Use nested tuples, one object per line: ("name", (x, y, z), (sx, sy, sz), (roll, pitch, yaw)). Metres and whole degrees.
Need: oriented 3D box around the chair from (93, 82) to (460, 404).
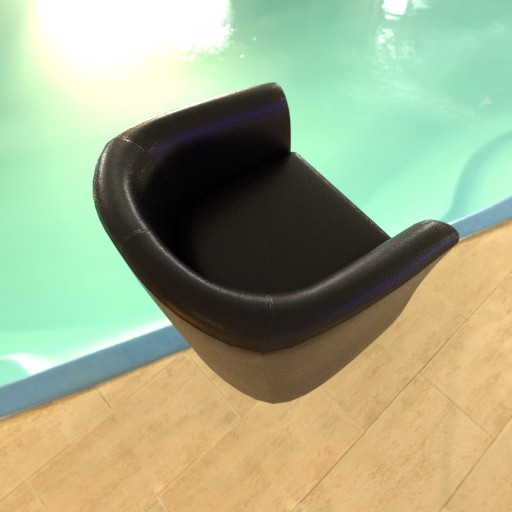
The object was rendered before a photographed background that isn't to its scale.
("chair", (0.000, 0.000, 1.355), (0.727, 0.756, 0.793), (-32, 62, -19))
